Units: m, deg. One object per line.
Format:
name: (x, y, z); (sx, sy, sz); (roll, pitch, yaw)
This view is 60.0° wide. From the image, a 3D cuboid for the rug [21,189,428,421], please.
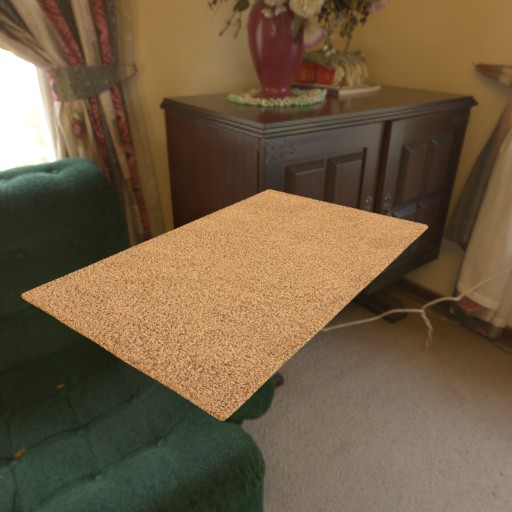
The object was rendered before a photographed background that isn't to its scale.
rug: (0.000, 0.000, 2.983); (1.524, 0.030, 2.438); (18, 32, 33)
